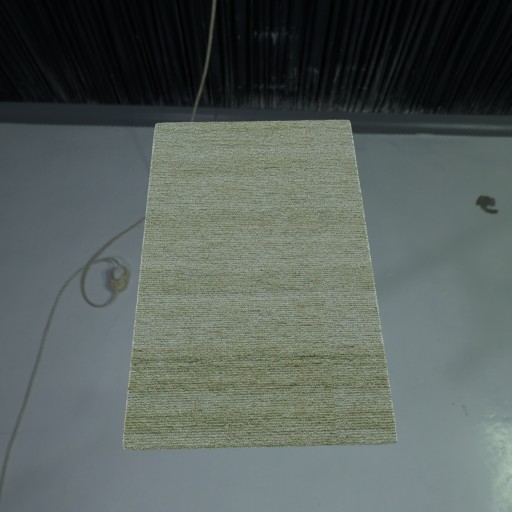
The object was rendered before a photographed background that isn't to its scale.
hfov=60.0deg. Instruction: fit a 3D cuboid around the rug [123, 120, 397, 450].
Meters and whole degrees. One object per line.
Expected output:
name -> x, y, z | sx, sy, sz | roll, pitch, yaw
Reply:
rug -> 0.000, 0.000, 2.216 | 1.143, 0.010, 1.758 | -1, 64, -1
